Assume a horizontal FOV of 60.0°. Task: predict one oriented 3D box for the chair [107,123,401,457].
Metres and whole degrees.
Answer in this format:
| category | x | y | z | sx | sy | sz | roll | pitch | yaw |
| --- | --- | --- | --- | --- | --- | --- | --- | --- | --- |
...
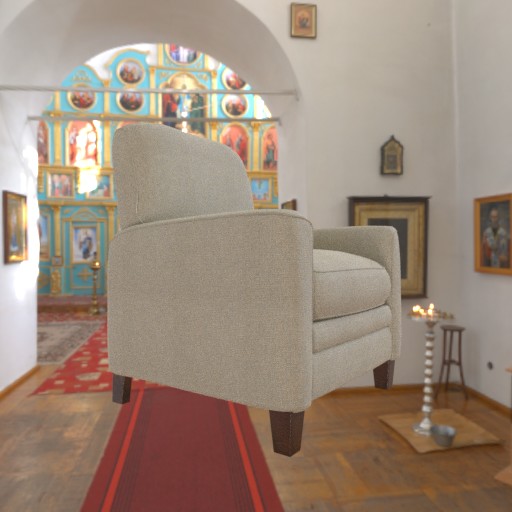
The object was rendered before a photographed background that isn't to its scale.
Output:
| category | x | y | z | sx | sy | sz | roll | pitch | yaw |
| --- | --- | --- | --- | --- | --- | --- | --- | --- | --- |
| chair | 0.000 | 0.000 | 1.626 | 0.853 | 1.006 | 0.850 | 0 | 0 | 36 |
